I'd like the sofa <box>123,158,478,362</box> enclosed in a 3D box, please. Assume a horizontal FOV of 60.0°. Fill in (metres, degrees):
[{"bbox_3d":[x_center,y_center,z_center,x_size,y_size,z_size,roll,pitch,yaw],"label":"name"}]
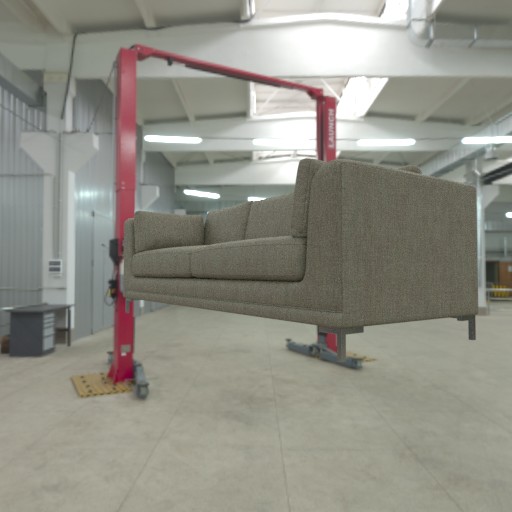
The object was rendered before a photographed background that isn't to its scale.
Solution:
[{"bbox_3d":[0.000,0.000,2.878,0.969,0.867,2.415,1,-2,-35],"label":"sofa"}]
